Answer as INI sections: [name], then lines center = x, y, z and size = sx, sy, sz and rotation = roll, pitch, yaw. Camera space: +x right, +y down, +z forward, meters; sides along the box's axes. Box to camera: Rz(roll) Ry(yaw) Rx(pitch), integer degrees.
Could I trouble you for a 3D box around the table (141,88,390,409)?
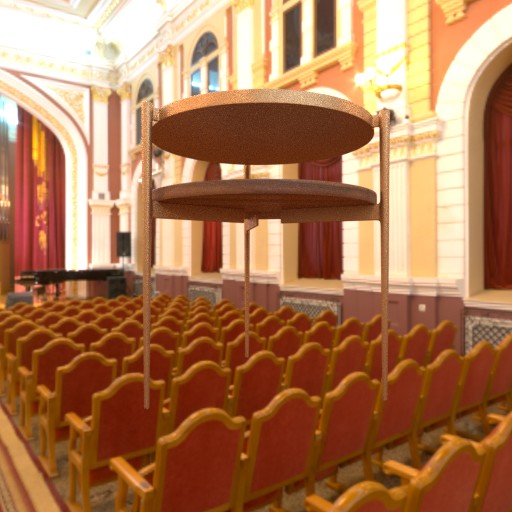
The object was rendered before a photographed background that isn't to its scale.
[table]
center = 0.000, 0.000, 0.846
size = 0.456, 0.493, 0.430
rotation = 0, 0, -36
